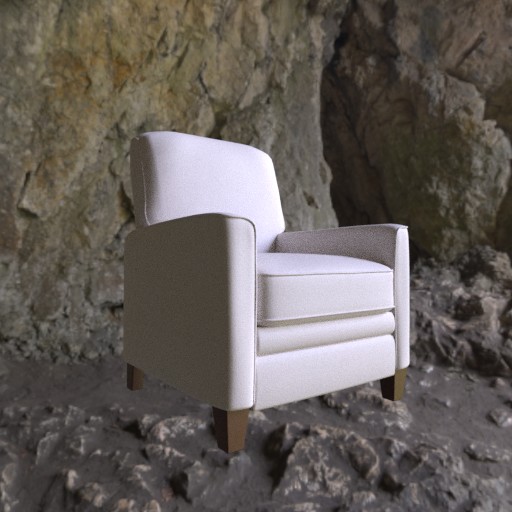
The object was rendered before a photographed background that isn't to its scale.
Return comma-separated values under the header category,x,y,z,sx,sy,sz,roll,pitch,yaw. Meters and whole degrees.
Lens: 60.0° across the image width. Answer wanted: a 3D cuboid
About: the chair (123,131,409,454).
category,x,y,z,sx,sy,sz,roll,pitch,yaw
chair,0.000,0.000,1.672,0.841,1.028,0.858,0,0,-37
